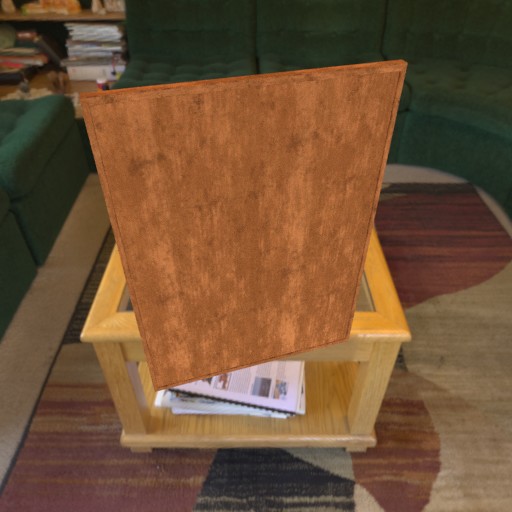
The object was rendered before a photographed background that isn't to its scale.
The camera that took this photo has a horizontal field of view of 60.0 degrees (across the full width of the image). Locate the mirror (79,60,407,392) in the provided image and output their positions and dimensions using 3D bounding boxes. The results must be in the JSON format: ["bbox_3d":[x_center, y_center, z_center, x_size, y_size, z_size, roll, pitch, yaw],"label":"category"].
[{"bbox_3d":[0.000,0.000,1.391,0.796,1.099,0.028,-12,42,-13],"label":"mirror"}]
